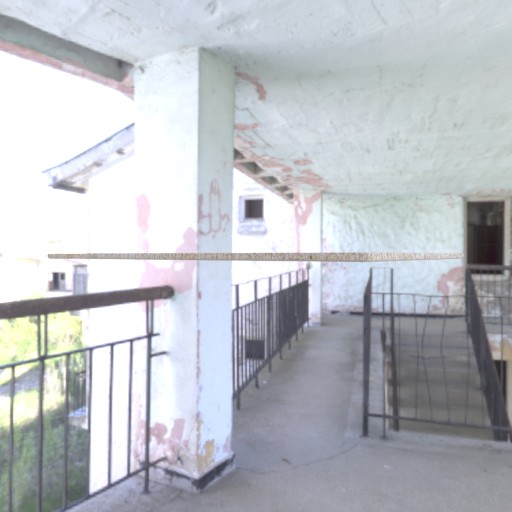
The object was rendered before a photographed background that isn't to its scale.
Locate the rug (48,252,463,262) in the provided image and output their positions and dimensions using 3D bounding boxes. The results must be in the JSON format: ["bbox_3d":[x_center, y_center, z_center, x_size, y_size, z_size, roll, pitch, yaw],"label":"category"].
[{"bbox_3d":[0.000,0.000,2.112,1.600,0.025,1.199,0,0,36],"label":"rug"}]
